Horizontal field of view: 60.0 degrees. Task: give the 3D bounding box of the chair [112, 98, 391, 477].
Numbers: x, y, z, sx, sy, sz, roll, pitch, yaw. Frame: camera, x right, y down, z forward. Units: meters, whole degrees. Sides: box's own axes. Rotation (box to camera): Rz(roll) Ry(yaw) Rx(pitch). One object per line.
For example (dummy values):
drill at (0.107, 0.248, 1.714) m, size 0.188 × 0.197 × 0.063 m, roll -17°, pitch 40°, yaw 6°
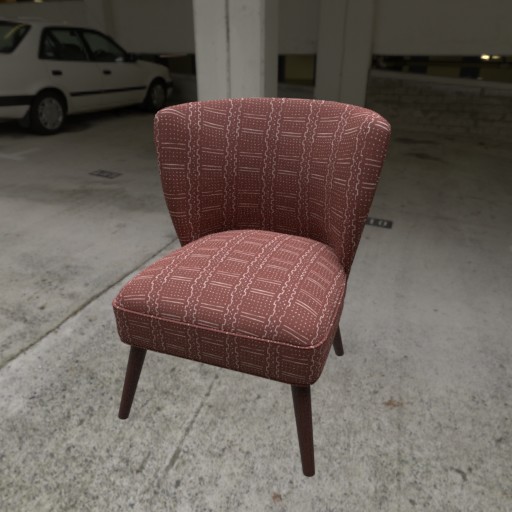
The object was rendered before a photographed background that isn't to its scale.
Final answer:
chair at (0.000, 0.000, 1.383) m, size 0.706 × 0.866 × 0.758 m, roll 9°, pitch 27°, yaw 18°
